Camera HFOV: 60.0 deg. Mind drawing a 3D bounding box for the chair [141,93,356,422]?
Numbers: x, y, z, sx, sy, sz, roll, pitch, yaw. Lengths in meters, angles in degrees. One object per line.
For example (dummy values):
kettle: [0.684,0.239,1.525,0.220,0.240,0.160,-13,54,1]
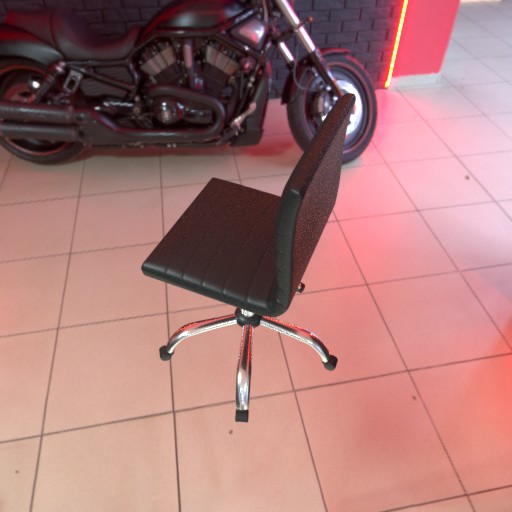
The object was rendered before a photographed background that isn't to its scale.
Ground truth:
chair: [0.000,0.000,1.157,0.530,0.780,0.556,16,48,15]
